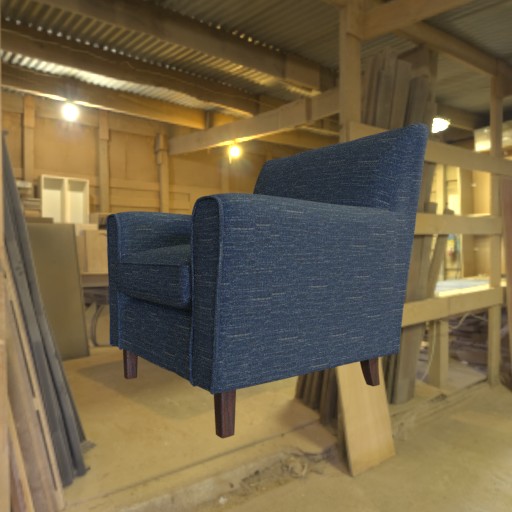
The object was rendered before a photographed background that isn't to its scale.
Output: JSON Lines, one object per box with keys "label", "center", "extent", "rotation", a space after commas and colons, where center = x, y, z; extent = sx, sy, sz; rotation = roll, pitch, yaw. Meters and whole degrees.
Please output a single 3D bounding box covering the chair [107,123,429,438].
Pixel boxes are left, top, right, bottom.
{"label": "chair", "center": [0.000, 0.000, 1.627], "extent": [0.873, 0.928, 0.864], "rotation": [-1, 1, -37]}
